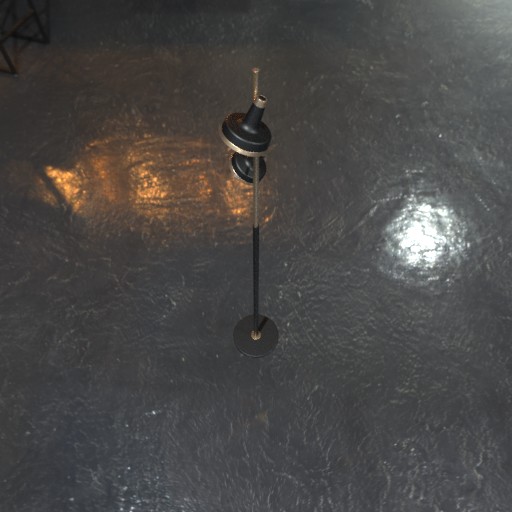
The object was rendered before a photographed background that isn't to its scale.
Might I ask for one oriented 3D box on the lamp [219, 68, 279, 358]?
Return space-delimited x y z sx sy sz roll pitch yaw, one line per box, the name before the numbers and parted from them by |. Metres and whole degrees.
lamp | 0.000 0.000 1.781 0.253 1.674 0.351 2 57 1
